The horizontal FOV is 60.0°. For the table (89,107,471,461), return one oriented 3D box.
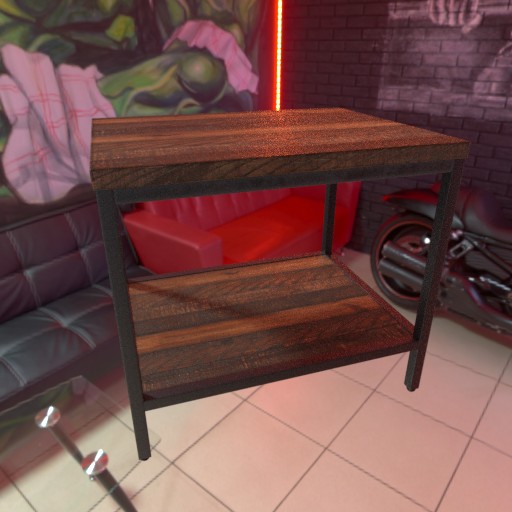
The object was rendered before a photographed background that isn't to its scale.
[{"bbox_3d":[0.000,0.000,1.091,0.678,0.612,0.524,-8,27,-16],"label":"table"}]
